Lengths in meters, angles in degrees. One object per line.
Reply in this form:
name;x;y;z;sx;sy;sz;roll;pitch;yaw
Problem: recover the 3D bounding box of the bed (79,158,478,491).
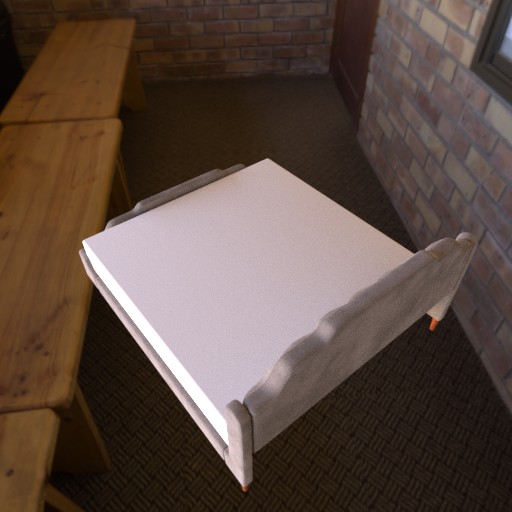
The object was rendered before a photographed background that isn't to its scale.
bed;0.000;0.000;3.496;2.074;1.245;2.340;-29;52;-27
